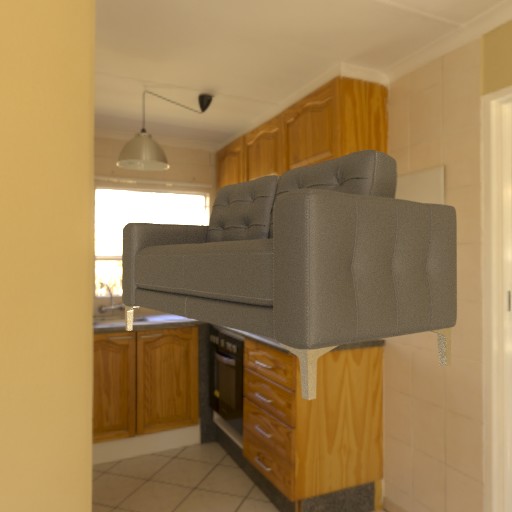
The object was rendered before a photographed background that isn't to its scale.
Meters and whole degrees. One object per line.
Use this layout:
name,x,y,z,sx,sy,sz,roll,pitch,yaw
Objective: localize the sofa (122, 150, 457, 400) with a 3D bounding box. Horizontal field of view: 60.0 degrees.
sofa,0.000,0.000,2.246,0.833,0.892,1.726,0,-1,-35
